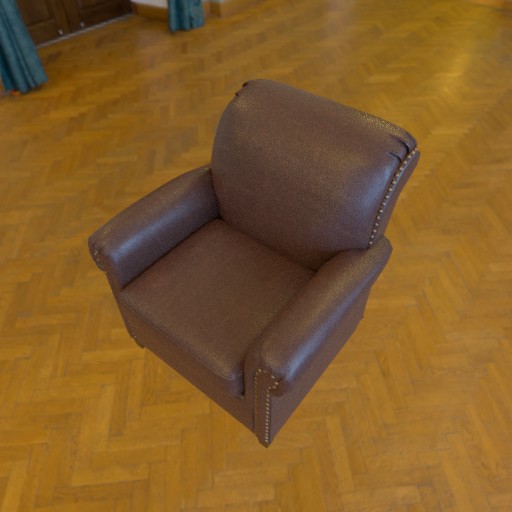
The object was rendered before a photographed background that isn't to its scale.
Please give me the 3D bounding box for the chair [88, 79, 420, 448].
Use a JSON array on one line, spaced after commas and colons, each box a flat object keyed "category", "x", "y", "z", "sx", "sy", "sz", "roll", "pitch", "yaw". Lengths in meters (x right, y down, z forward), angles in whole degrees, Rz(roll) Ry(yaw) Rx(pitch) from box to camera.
[{"category": "chair", "x": 0.000, "y": 0.000, "z": 1.607, "sx": 0.854, "sy": 0.927, "sz": 0.890, "roll": 30, "pitch": 54, "yaw": 25}]
